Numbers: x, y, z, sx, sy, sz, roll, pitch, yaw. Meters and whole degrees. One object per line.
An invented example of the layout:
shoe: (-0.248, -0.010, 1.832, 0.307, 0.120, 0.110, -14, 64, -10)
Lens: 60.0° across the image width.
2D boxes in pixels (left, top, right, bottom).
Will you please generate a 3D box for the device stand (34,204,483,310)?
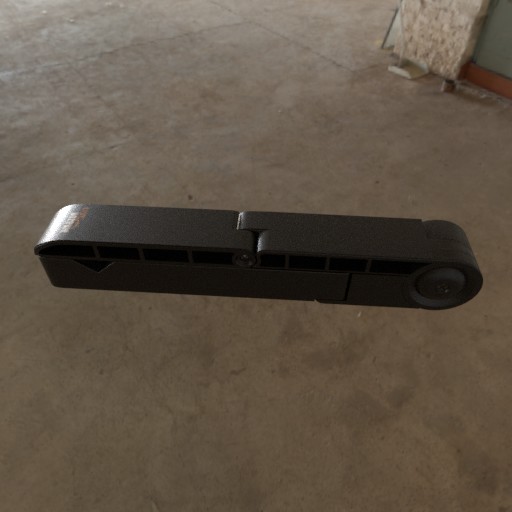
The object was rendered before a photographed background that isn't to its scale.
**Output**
device stand: (0.000, 0.000, 0.187, 0.179, 0.030, 0.026, 3, 45, 3)
